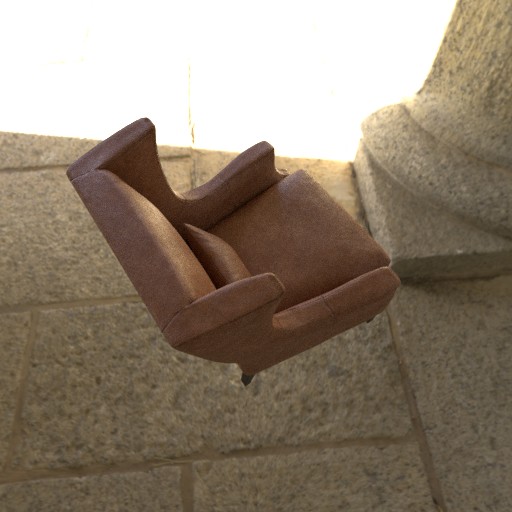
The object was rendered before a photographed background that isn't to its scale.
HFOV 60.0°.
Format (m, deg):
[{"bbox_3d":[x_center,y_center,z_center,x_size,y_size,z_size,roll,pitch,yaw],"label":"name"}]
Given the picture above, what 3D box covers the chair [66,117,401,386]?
[{"bbox_3d":[0.000,0.000,1.710,0.926,1.016,0.853,-30,64,-17],"label":"chair"}]
